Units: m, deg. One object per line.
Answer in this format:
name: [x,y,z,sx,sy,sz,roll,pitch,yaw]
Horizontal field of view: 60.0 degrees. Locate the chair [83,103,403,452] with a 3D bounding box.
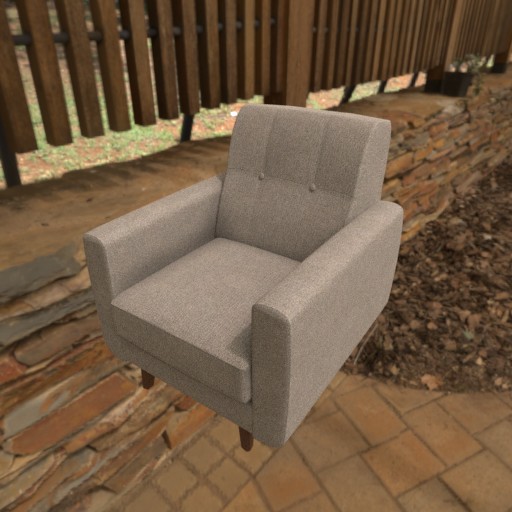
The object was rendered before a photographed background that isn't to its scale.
chair: [0.000,0.000,1.682,0.845,0.968,0.942,19,34,30]
